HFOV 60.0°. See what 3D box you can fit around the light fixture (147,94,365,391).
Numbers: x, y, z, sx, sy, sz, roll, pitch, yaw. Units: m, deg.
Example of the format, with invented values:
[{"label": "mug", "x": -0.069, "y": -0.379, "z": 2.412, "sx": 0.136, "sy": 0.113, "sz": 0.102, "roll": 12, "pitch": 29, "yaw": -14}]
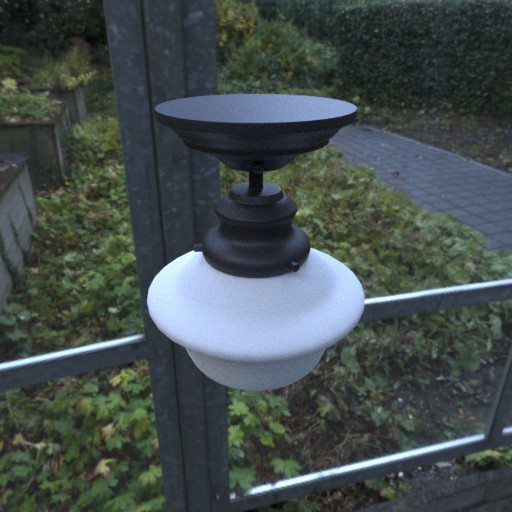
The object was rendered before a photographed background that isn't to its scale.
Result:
[{"label": "light fixture", "x": 0.000, "y": 0.000, "z": 0.391, "sx": 0.197, "sy": 0.254, "sz": 0.197, "roll": 0, "pitch": 26, "yaw": 0}]
